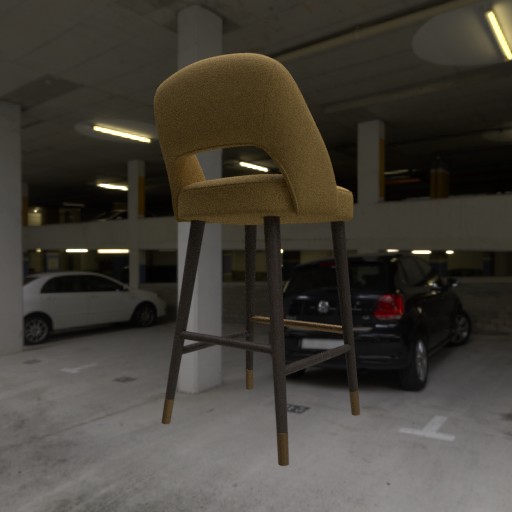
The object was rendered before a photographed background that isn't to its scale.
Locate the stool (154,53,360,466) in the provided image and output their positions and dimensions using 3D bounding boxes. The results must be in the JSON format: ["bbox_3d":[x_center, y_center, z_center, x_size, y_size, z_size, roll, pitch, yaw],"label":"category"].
[{"bbox_3d":[0.000,0.000,1.366,0.536,1.032,0.522,1,1,37],"label":"stool"}]
